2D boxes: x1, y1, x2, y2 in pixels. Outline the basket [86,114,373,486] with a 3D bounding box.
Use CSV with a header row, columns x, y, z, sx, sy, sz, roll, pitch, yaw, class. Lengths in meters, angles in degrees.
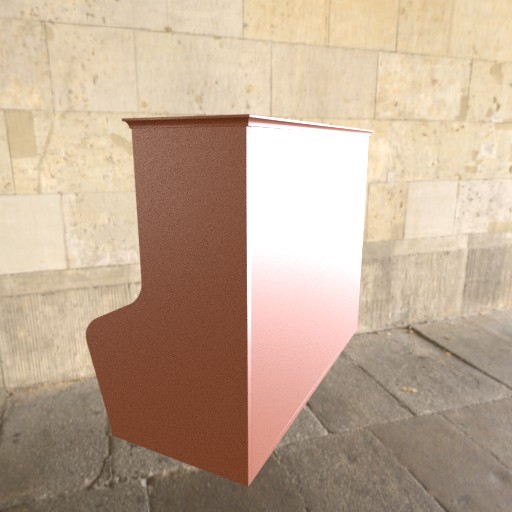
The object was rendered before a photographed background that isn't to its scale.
x,y,z,sx,sy,sz,roll,pitch,yaw,class
0.000,0.000,1.116,0.376,0.625,0.792,7,16,26,basket
